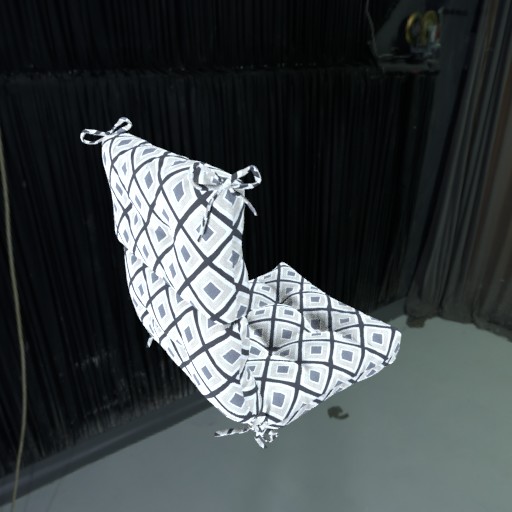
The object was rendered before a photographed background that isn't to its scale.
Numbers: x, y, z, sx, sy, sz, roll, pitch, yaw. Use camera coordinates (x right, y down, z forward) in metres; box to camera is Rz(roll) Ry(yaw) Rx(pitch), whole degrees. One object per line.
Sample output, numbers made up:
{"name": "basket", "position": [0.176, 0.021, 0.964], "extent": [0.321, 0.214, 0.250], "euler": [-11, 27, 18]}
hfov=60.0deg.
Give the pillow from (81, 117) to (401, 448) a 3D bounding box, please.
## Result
{"name": "pillow", "position": [0.000, 0.000, 1.027], "extent": [0.571, 0.605, 0.519], "euler": [-18, 31, -32]}
